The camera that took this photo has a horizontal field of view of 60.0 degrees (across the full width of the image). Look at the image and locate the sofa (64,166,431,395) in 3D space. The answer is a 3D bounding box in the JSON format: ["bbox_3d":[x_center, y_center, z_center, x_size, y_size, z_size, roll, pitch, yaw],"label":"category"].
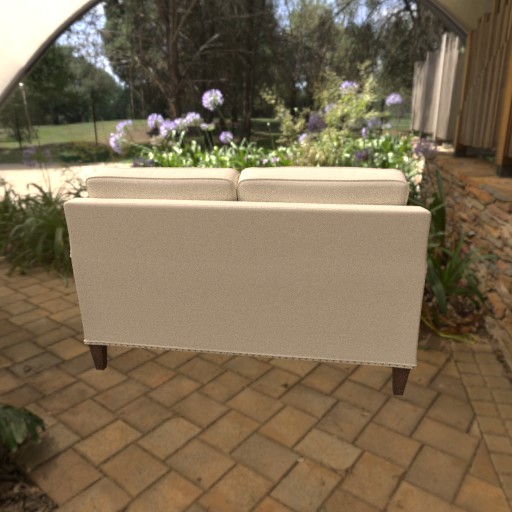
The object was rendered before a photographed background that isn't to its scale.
[{"bbox_3d":[0.000,0.000,2.372,1.597,1.003,1.084,2,16,8],"label":"sofa"}]
